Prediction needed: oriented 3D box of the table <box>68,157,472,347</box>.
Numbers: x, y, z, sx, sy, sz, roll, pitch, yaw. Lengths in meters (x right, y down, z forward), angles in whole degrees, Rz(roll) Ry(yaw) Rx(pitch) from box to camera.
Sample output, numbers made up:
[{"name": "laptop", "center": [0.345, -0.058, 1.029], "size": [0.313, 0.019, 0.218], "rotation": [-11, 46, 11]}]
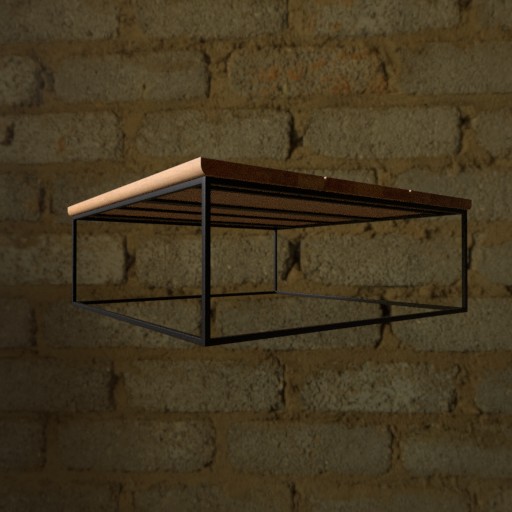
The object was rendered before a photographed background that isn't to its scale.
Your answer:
[{"name": "table", "center": [0.000, 0.000, 1.694], "size": [1.100, 0.400, 1.100], "rotation": [0, -1, -36]}]
